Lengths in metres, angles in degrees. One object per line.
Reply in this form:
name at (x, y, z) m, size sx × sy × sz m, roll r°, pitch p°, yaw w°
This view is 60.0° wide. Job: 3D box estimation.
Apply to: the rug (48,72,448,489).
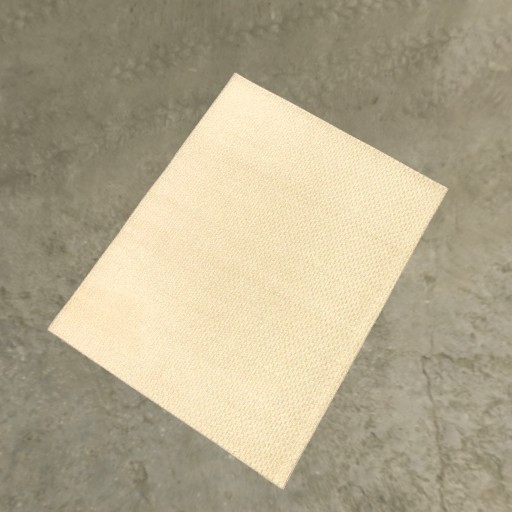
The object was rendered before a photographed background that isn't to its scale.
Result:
rug at (0.000, 0.000, 3.817) m, size 2.277 × 0.035 × 2.897 m, roll 31°, pitch 78°, yaw 8°
